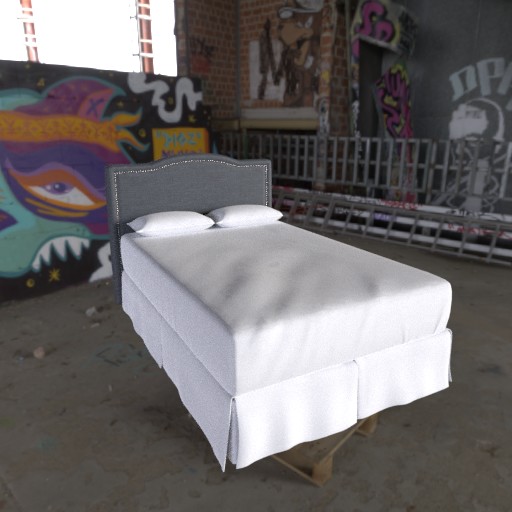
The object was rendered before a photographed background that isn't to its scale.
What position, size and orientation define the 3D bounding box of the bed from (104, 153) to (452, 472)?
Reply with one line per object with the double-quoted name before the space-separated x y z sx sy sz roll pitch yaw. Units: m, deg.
"bed" 0.000 0.000 3.447 1.747 1.441 2.507 -9 19 -28
